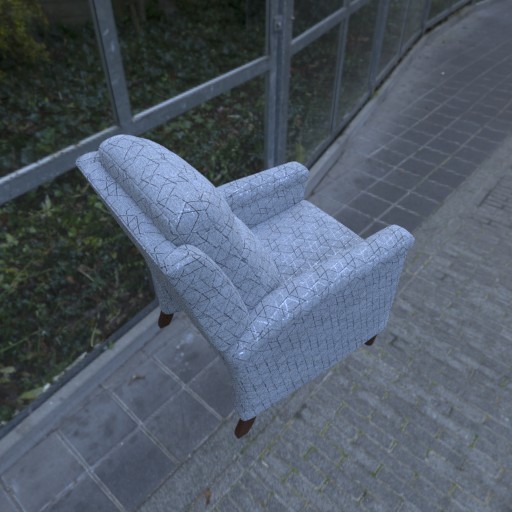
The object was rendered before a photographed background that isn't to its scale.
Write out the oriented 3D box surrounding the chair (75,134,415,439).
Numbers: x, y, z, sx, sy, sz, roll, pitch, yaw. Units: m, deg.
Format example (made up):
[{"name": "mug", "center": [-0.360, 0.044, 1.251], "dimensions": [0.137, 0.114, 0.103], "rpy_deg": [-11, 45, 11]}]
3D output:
[{"name": "chair", "center": [0.000, 0.000, 1.733], "dimensions": [0.987, 1.048, 0.753], "rpy_deg": [-25, 46, -26]}]
